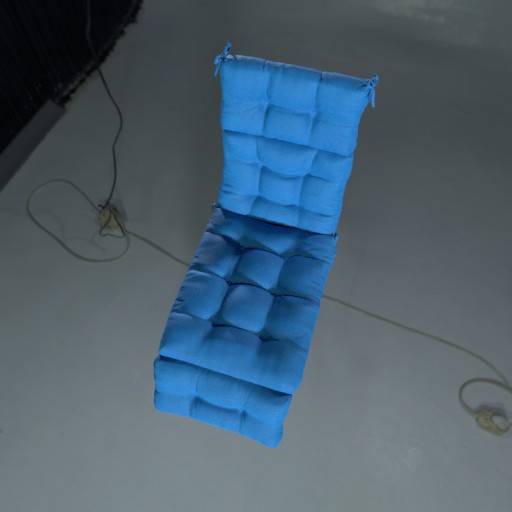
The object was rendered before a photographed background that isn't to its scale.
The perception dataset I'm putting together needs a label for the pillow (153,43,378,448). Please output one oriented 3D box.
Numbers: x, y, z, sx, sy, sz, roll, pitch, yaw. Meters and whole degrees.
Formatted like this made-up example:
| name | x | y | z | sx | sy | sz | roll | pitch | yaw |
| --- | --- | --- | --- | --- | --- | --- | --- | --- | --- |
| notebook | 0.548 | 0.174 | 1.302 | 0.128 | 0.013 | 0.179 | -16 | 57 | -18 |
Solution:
| name | x | y | z | sx | sy | sz | roll | pitch | yaw |
| --- | --- | --- | --- | --- | --- | --- | --- | --- | --- |
| pillow | 0.000 | 0.000 | 1.494 | 0.526 | 0.863 | 1.016 | 15 | 60 | 9 |
